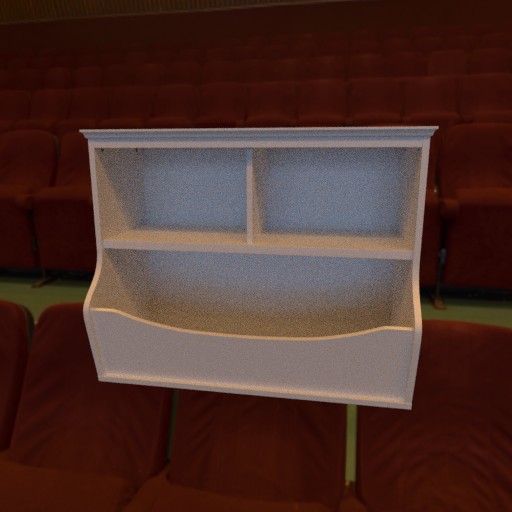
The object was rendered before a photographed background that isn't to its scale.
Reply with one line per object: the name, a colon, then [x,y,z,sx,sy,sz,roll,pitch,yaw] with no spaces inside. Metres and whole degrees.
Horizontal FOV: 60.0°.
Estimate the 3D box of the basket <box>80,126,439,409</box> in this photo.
basket: [0.000,0.000,1.149,0.792,0.625,0.376,2,13,10]
